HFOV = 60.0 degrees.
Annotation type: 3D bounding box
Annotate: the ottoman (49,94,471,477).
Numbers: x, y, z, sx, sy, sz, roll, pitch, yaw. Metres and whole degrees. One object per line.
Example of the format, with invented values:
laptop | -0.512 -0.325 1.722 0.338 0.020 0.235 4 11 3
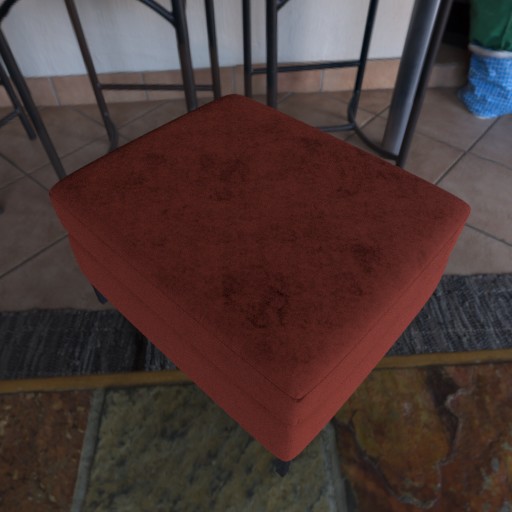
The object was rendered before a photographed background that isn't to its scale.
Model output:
ottoman | 0.000 0.000 1.156 0.782 0.462 0.650 34 56 27
